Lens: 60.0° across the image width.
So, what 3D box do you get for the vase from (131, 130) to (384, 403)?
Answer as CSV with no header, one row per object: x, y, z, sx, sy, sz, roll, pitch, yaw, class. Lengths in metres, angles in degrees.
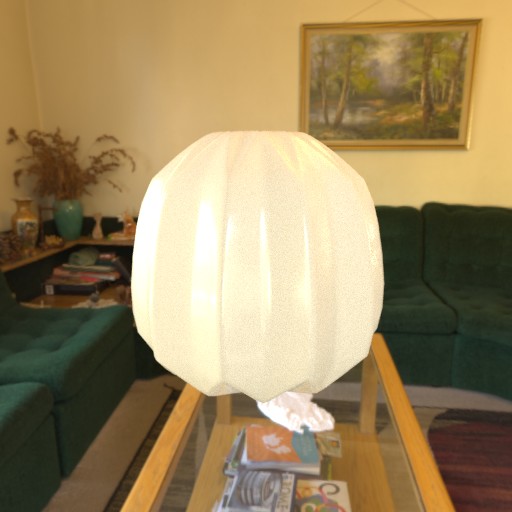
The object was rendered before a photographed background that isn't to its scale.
0.000,0.000,0.250,0.139,0.134,0.139,0,13,0,vase
